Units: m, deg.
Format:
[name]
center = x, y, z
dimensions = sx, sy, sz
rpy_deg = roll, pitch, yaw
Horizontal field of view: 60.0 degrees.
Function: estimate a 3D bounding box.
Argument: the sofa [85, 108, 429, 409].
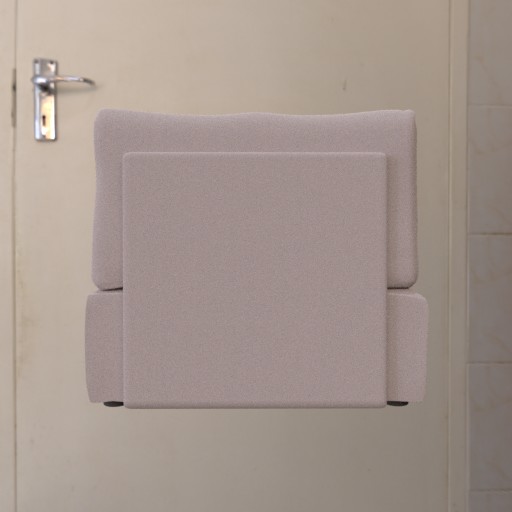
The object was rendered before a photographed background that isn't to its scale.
[sofa]
center = 0.000, 0.000, 1.674
dimensions = 0.935, 0.828, 1.000
rpy_deg = 0, 1, 0
